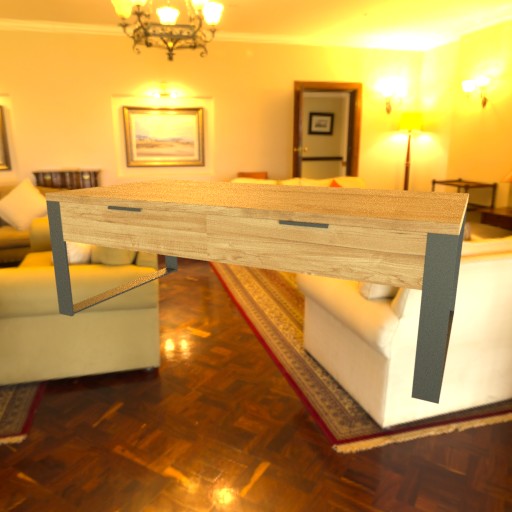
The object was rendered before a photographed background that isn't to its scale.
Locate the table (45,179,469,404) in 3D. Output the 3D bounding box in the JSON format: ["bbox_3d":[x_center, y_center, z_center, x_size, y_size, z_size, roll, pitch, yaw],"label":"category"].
[{"bbox_3d":[0.000,0.000,1.422,1.180,0.400,0.590,7,16,25],"label":"table"}]
